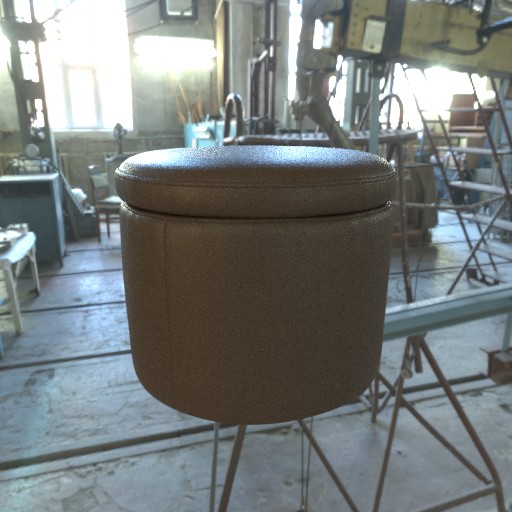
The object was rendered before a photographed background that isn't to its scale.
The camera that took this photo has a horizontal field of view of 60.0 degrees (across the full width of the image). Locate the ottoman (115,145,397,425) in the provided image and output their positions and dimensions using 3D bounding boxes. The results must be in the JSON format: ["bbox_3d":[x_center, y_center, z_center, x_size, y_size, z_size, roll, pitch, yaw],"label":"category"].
[{"bbox_3d":[0.000,0.000,0.861,0.500,0.409,0.500,0,16,0],"label":"ottoman"}]
